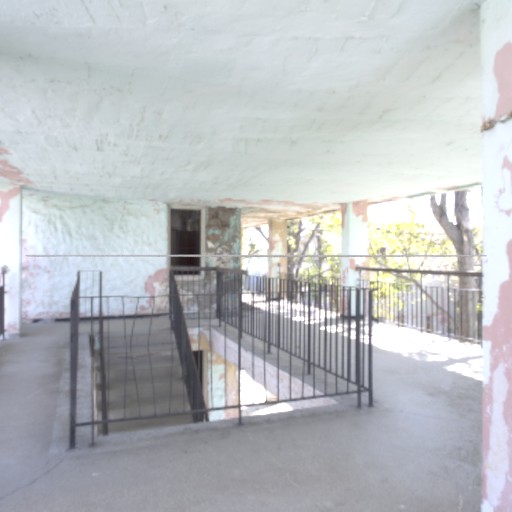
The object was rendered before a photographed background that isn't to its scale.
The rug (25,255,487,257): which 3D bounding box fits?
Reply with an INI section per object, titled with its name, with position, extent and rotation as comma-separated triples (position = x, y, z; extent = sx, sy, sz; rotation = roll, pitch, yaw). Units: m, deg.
[rug]
position = 0.000, 0.000, 2.727
extent = 2.442, 0.016, 0.770
rotation = 0, 0, 0
